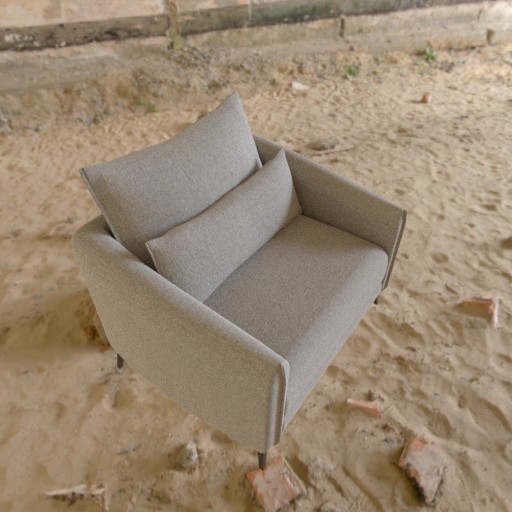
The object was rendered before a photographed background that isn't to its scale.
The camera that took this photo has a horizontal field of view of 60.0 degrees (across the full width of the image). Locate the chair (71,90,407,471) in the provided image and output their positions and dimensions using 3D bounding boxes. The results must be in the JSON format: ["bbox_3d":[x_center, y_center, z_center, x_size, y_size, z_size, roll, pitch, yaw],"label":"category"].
[{"bbox_3d":[0.000,0.000,1.643,0.801,0.856,1.029,25,46,26],"label":"chair"}]
